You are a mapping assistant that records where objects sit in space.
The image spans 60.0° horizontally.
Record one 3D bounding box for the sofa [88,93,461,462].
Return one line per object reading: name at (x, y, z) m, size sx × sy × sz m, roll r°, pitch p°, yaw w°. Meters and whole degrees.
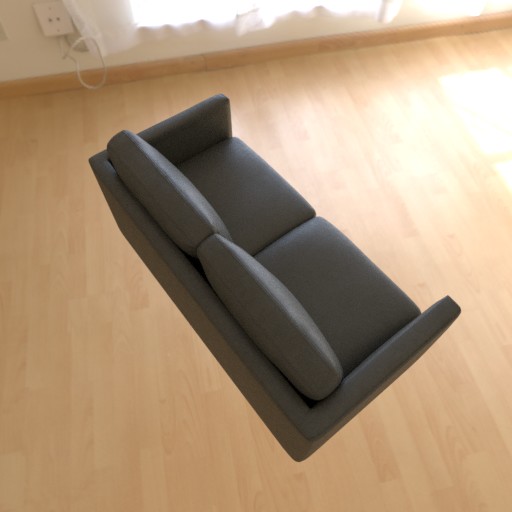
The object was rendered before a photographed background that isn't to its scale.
sofa at (0.000, 0.000, 2.455) m, size 0.951 × 0.933 × 1.883 m, roll -34°, pitch 64°, yaw -19°
